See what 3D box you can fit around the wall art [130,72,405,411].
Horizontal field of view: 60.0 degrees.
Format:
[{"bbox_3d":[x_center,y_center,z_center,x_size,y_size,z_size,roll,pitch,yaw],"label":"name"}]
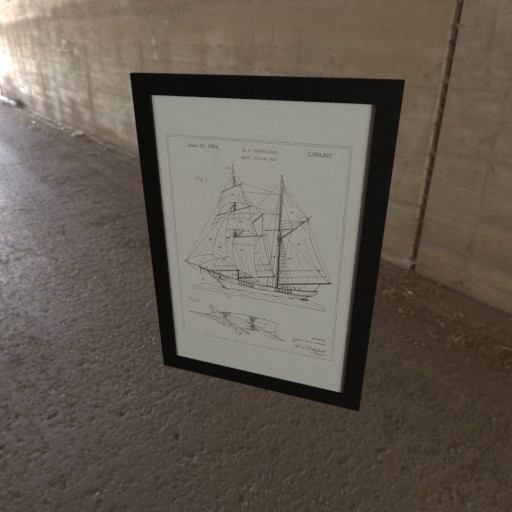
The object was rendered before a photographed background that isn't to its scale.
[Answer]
[{"bbox_3d":[0.000,0.000,0.608,0.326,0.459,0.011,8,28,17],"label":"wall art"}]
